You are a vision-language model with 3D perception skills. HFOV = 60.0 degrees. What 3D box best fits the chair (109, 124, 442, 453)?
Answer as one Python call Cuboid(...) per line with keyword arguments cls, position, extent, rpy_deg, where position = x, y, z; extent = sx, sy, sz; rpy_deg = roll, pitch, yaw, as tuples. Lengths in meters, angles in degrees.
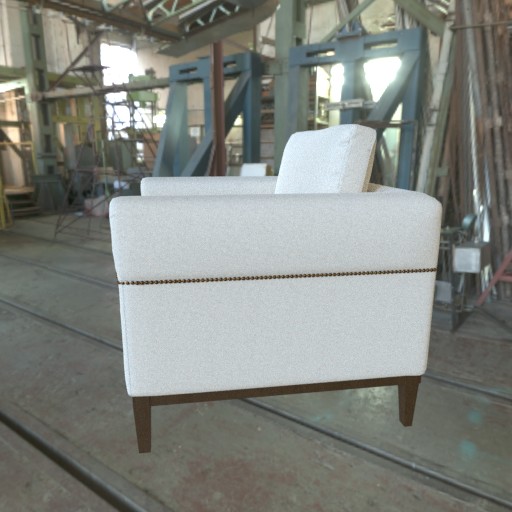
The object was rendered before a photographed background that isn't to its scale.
Cuboid(cls="chair", position=(0.000, 0.000, 1.646), extent=(0.896, 0.915, 0.982), rpy_deg=(-2, 14, -9))
